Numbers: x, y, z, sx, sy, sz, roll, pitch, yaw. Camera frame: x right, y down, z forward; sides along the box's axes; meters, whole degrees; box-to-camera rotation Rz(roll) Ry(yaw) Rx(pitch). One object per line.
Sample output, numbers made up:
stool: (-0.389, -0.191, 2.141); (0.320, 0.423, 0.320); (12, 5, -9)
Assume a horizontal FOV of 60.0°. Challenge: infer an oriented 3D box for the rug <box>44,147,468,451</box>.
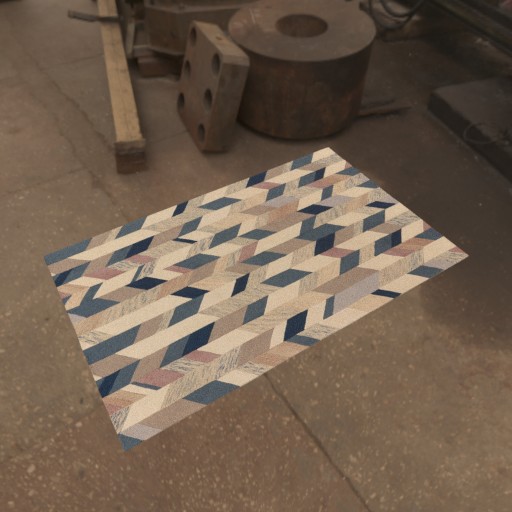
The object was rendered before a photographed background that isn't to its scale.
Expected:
rug: (0.000, 0.000, 2.974); (2.423, 0.008, 1.513); (-25, 52, -21)
